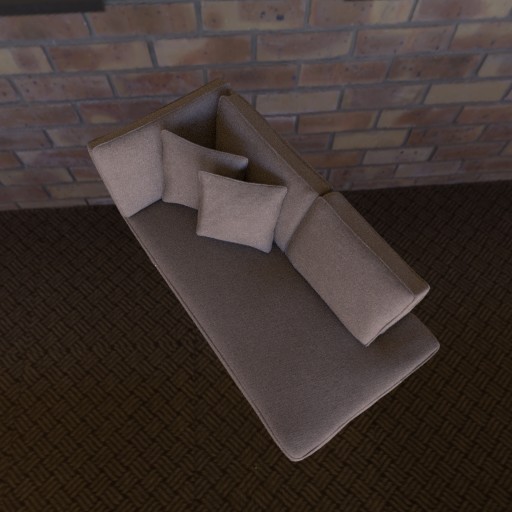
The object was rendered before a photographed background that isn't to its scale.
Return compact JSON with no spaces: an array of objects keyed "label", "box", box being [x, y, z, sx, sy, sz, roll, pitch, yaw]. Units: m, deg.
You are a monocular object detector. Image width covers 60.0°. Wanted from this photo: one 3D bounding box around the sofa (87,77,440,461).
[{"label":"sofa","box":[0.000,0.000,2.831,1.110,1.033,2.237,-33,69,-15]}]
